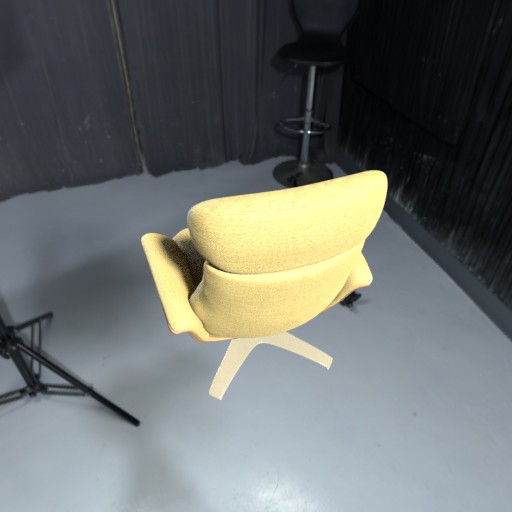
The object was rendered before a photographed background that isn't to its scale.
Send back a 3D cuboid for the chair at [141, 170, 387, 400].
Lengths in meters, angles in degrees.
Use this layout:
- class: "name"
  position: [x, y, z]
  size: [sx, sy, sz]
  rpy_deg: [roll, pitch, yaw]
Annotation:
- class: "chair"
  position: [0.000, 0.000, 1.646]
  size: [0.785, 0.995, 0.837]
  rpy_deg: [-12, 42, -14]
